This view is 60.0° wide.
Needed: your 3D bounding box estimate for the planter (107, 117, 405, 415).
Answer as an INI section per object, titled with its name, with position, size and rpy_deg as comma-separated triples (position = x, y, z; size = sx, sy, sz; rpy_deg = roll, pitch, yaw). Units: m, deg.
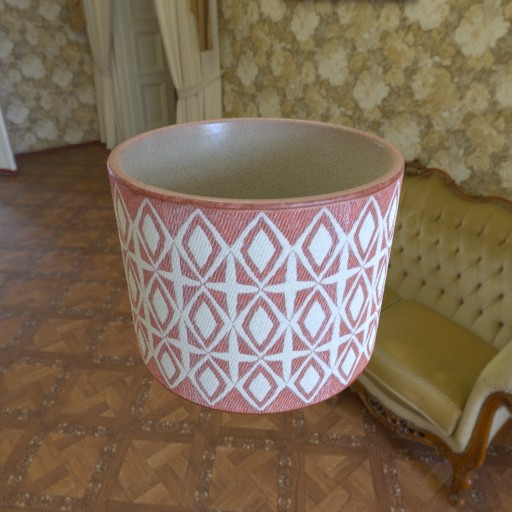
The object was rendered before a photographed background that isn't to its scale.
[planter]
position = 0.000, 0.000, 0.480
size = 0.273, 0.237, 0.273
rpy_deg = 0, 29, 0
